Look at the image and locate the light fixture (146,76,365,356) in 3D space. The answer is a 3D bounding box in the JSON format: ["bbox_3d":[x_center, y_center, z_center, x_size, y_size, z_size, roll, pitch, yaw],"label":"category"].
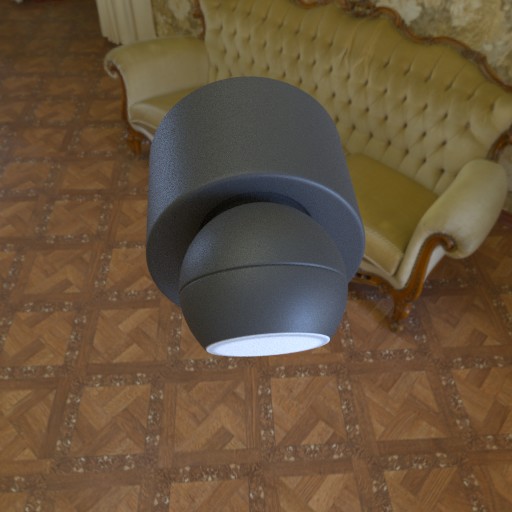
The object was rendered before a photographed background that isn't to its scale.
[{"bbox_3d":[0.000,0.000,0.261,0.134,0.143,0.160,-3,47,-3],"label":"light fixture"}]
